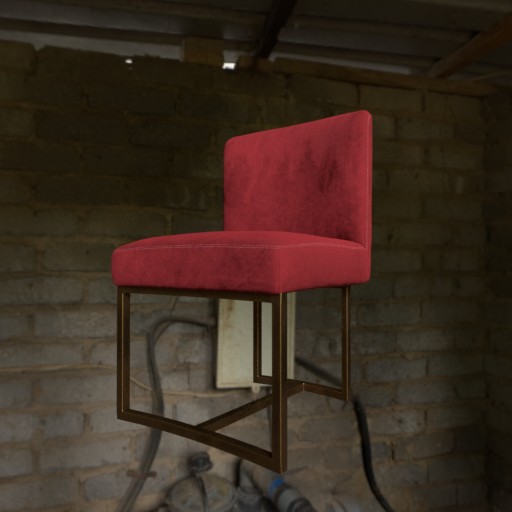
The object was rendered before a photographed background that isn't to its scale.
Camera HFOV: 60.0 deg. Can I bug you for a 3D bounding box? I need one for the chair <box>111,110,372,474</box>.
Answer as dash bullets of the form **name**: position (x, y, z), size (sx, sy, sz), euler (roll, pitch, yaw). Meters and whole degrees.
- **chair**: position (0.000, 0.000, 1.185), size (0.530, 0.824, 0.560), euler (0, -1, 36)
